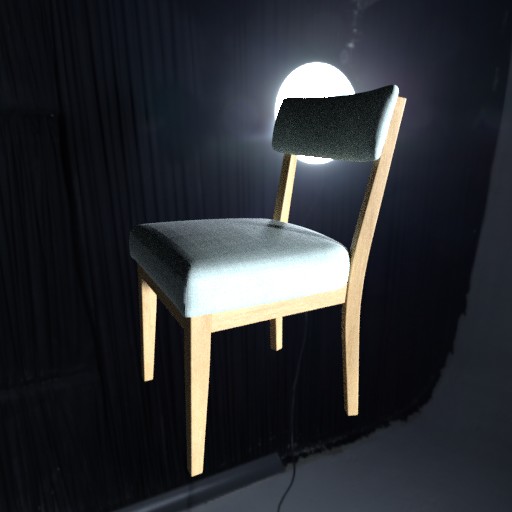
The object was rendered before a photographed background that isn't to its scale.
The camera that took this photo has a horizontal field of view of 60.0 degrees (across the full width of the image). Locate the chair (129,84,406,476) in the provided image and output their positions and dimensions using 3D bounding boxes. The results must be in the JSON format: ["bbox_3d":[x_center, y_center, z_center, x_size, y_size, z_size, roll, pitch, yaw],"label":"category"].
[{"bbox_3d":[0.000,0.000,1.173,0.572,0.832,0.508,-8,18,-26],"label":"chair"}]
